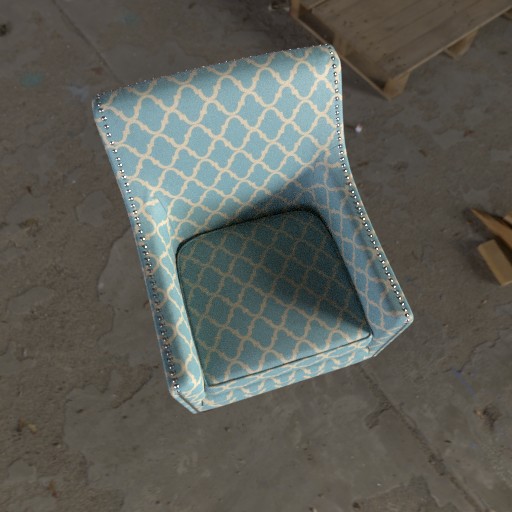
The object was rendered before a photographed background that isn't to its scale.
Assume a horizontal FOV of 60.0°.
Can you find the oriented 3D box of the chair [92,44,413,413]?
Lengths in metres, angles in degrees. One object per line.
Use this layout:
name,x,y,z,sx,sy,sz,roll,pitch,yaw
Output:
chair,0.000,0.000,1.291,0.617,0.817,0.686,-16,66,-7
